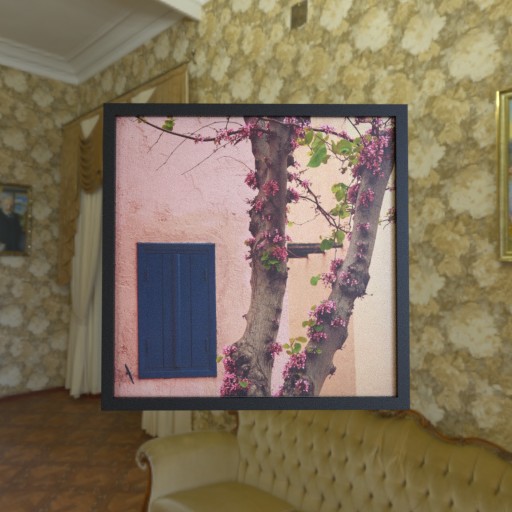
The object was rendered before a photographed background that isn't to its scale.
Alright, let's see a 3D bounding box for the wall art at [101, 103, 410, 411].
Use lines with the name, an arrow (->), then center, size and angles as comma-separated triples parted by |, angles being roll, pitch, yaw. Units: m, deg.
wall art -> 0.000, 0.000, 0.753 | 0.508, 0.508, 0.038 | 0, -1, -1
